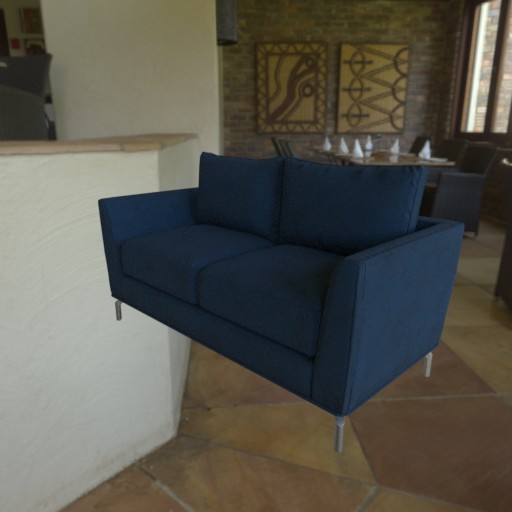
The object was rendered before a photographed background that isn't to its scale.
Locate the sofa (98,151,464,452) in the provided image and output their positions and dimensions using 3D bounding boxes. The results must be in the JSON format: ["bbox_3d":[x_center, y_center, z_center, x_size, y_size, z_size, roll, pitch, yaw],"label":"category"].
[{"bbox_3d":[0.000,0.000,2.321,0.853,1.002,1.770,-16,22,-43],"label":"sofa"}]
